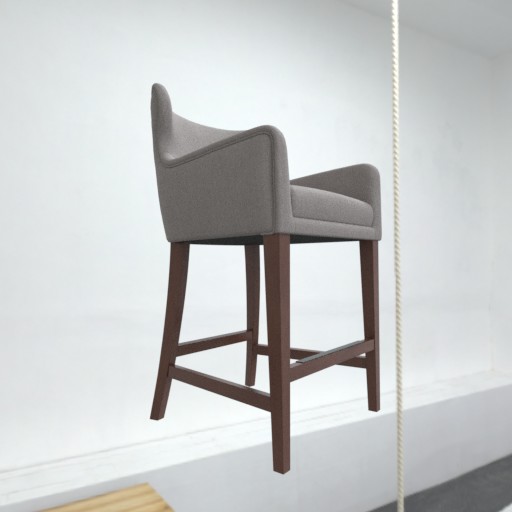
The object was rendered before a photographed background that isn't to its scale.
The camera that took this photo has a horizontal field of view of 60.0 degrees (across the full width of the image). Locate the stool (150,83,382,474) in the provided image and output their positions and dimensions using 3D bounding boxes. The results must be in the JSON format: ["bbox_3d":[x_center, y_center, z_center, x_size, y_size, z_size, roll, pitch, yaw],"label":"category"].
[{"bbox_3d":[0.000,0.000,1.342,0.575,0.951,0.575,0,0,38],"label":"stool"}]
